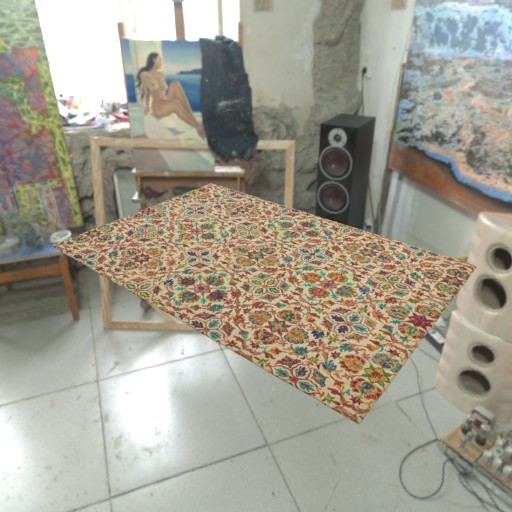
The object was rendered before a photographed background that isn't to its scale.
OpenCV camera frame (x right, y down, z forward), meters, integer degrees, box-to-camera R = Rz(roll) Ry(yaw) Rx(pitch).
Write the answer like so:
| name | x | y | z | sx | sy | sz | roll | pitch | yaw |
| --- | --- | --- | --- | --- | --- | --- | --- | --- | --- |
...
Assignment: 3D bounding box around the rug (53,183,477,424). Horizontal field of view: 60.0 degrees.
| name | x | y | z | sx | sy | sz | roll | pitch | yaw |
| --- | --- | --- | --- | --- | --- | --- | --- | --- | --- |
| rug | 0.000 | 0.000 | 2.295 | 1.838 | 0.013 | 1.226 | 22 | 36 | 33 |
